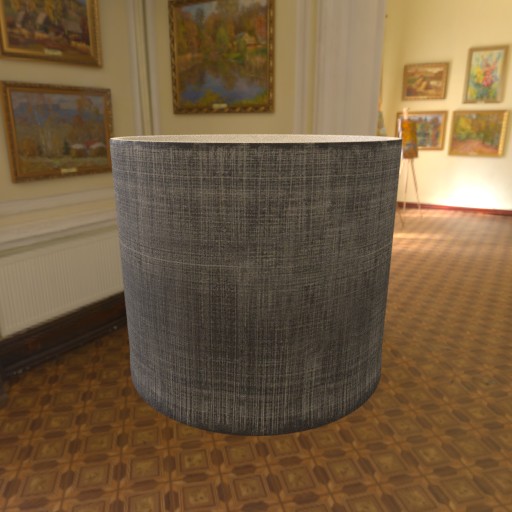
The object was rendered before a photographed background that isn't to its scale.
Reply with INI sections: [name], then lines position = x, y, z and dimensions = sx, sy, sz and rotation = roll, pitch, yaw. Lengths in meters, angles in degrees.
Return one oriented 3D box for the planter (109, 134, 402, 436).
[planter]
position = 0.000, 0.000, 0.304
dimensions = 0.178, 0.157, 0.178
rotation = 0, 16, 0
